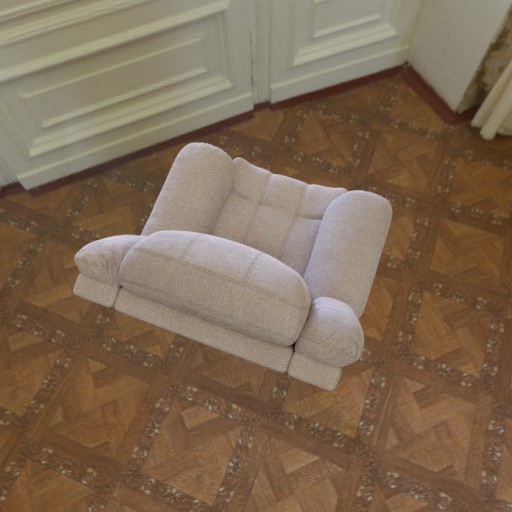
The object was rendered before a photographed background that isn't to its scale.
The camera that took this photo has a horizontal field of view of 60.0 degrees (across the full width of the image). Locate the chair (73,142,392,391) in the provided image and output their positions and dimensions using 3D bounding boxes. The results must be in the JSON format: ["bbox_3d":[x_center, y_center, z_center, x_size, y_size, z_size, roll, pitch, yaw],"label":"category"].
[{"bbox_3d":[0.000,0.000,1.740,0.899,1.008,0.944,19,65,9],"label":"chair"}]
